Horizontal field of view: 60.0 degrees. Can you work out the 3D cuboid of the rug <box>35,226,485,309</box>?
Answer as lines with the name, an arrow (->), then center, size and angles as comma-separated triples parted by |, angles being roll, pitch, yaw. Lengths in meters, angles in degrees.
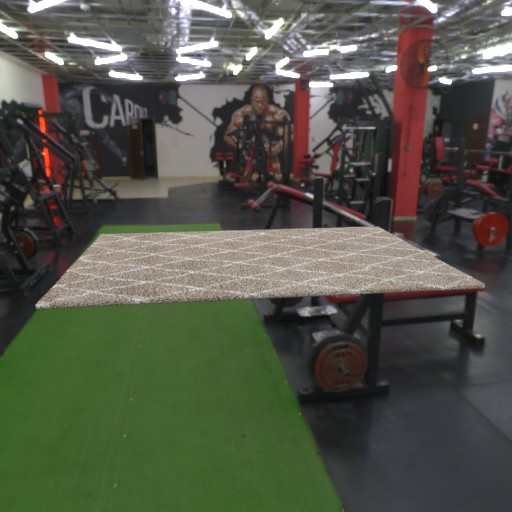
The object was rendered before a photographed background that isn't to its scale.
rug -> 0.000, 0.000, 3.508 | 2.743, 0.030, 1.778 | -2, 16, -7
